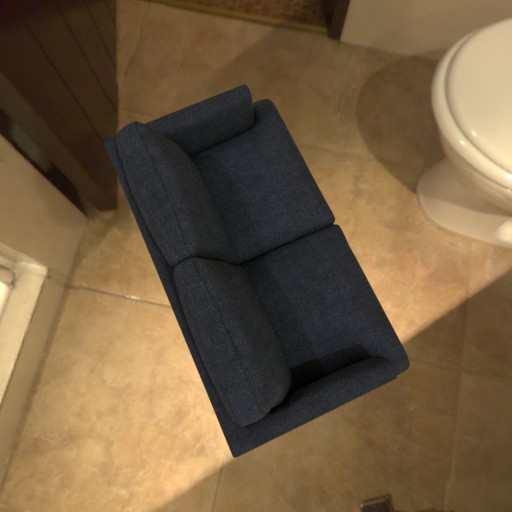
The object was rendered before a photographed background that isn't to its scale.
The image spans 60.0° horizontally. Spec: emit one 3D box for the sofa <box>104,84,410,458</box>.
[{"bbox_3d":[0.000,0.000,2.190,0.903,0.944,1.582,-24,77,-6],"label":"sofa"}]
